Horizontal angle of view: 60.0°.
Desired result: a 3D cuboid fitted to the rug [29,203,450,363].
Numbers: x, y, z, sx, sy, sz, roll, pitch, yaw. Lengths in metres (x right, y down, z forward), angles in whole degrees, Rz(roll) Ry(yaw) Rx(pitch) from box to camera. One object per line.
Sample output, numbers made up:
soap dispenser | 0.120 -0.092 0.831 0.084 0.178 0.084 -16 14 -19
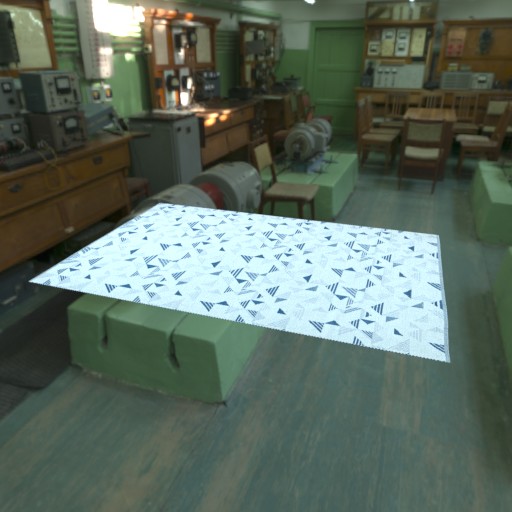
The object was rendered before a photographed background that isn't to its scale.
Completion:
rug | 0.000 0.000 2.312 1.835 0.003 1.206 8 27 17
